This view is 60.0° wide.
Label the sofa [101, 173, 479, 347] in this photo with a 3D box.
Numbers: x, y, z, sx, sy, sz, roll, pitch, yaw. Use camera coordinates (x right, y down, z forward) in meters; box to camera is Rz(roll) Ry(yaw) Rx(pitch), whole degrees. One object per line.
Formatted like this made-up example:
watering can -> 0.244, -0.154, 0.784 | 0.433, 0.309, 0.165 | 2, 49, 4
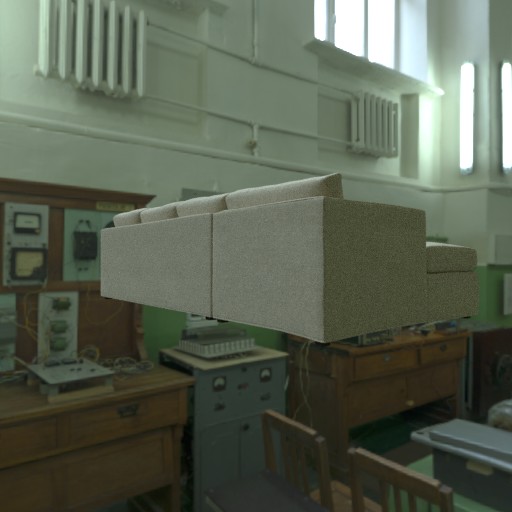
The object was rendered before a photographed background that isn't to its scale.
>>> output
sofa -> 0.000, 0.000, 3.901 | 1.650, 0.922, 3.205 | 0, 0, -38
